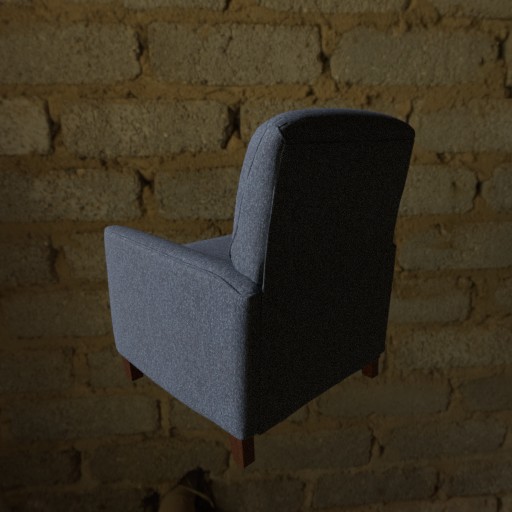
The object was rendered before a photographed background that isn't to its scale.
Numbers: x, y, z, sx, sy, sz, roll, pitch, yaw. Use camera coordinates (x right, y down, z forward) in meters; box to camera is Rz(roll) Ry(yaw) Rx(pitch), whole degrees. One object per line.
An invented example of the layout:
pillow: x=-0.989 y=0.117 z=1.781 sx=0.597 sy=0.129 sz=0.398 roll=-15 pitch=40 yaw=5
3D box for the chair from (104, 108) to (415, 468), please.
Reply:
chair: x=0.000 y=0.000 z=1.638 sx=0.839 sy=1.016 sz=0.850 roll=-15 pitch=22 yaw=-42
